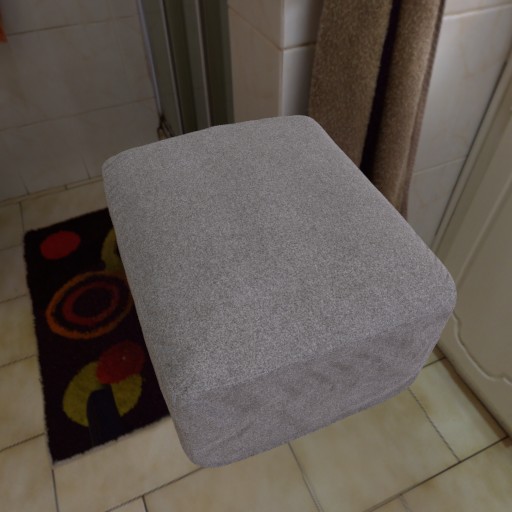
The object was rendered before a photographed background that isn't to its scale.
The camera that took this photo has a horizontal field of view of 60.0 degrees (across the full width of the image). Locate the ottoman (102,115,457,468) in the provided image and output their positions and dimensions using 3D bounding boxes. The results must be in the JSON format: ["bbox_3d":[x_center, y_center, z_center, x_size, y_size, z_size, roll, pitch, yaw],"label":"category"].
[{"bbox_3d":[0.000,0.000,1.217,0.683,0.481,0.837,-16,50,-14],"label":"ottoman"}]
